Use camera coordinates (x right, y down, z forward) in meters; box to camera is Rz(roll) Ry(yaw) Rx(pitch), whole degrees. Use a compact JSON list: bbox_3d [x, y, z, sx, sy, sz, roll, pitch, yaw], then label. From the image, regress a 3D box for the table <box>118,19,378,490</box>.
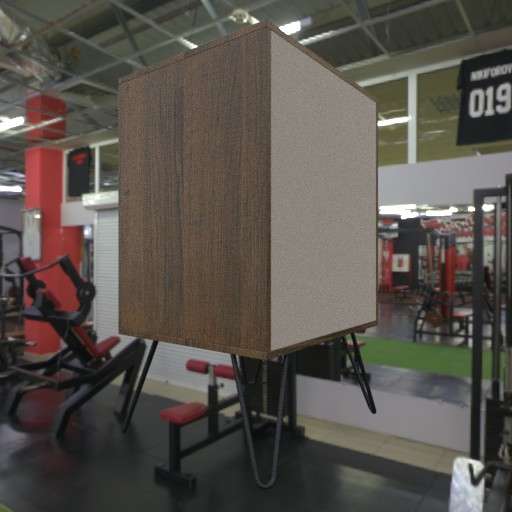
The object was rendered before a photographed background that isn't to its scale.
[{"bbox_3d":[0.000,0.000,1.151,0.457,0.866,0.526,0,0,38],"label":"table"}]
